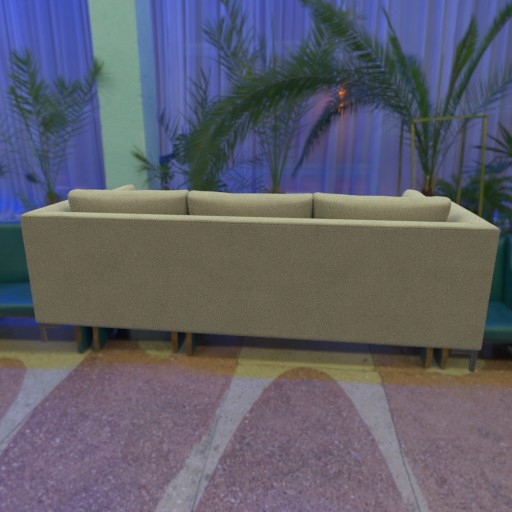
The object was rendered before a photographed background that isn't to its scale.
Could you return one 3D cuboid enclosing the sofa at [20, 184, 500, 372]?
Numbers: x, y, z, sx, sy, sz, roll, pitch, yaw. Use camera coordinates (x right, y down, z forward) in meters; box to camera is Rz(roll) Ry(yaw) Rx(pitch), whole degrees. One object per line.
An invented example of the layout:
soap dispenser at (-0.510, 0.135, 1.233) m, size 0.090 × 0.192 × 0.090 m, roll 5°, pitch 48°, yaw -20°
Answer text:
sofa at (0.000, 0.000, 2.747) m, size 2.415 × 0.867 × 0.969 m, roll 2°, pitch 16°, yaw 7°
